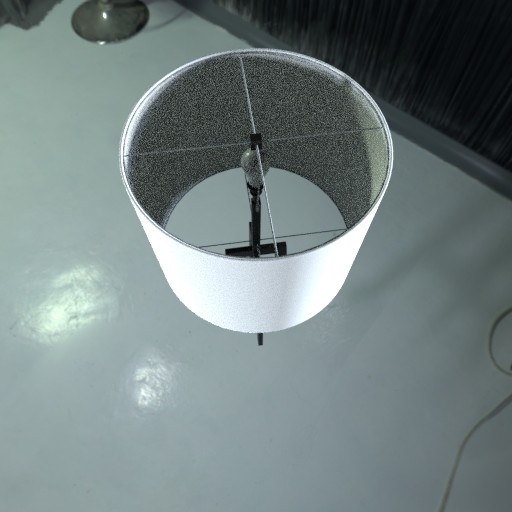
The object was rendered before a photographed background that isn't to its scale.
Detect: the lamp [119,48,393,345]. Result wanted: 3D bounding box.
[{"bbox_3d":[0.000,0.000,0.634,0.257,0.489,0.257,34,68,16],"label":"lamp"}]
